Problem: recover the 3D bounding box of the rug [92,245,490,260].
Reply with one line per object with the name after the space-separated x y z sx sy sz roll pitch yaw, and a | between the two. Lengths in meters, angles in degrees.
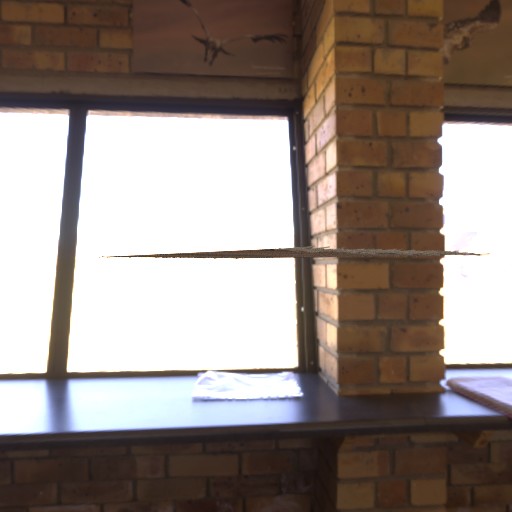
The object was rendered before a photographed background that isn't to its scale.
0.000 0.000 2.485 1.224 0.027 2.021 1 -1 -37 | rug
